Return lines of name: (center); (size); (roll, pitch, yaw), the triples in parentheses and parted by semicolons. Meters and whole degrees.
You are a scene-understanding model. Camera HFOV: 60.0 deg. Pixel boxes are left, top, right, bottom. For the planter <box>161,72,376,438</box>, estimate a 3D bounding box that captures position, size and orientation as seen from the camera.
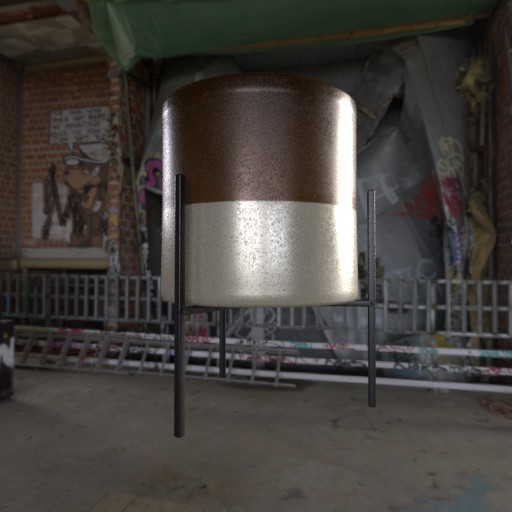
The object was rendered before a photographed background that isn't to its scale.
planter: (0.000, 0.000, 0.563); (0.255, 0.375, 0.269); (-1, -1, 35)
